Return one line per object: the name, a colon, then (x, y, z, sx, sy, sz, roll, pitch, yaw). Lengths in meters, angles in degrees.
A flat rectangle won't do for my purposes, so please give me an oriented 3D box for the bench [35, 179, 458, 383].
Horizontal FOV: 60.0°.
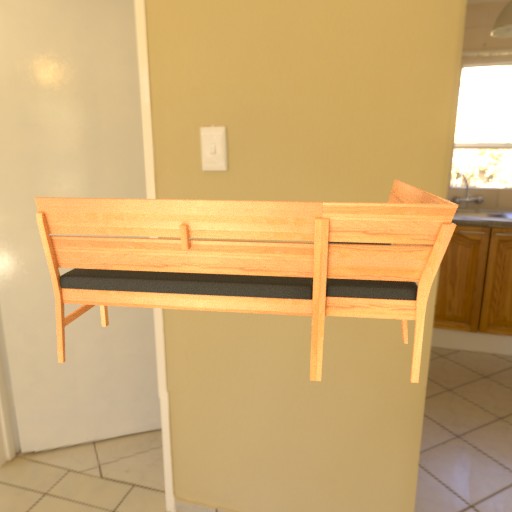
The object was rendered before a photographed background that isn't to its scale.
bench: (0.000, 0.000, 2.855, 1.948, 0.890, 1.548, 2, 14, 8)
